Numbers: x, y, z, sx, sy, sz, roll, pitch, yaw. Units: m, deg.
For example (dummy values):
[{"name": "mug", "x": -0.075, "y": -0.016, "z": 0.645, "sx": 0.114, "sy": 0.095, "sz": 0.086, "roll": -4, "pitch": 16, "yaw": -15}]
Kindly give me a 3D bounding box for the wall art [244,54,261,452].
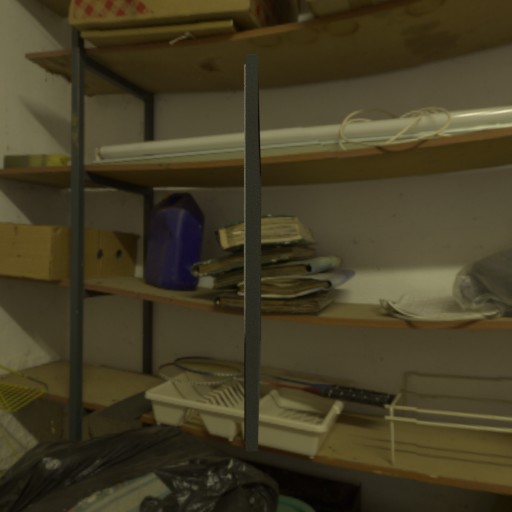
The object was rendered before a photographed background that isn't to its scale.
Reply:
[{"name": "wall art", "x": 0.000, "y": 0.000, "z": 1.491, "sx": 0.028, "sy": 0.805, "sz": 1.190, "roll": 0, "pitch": -1, "yaw": 1}]
